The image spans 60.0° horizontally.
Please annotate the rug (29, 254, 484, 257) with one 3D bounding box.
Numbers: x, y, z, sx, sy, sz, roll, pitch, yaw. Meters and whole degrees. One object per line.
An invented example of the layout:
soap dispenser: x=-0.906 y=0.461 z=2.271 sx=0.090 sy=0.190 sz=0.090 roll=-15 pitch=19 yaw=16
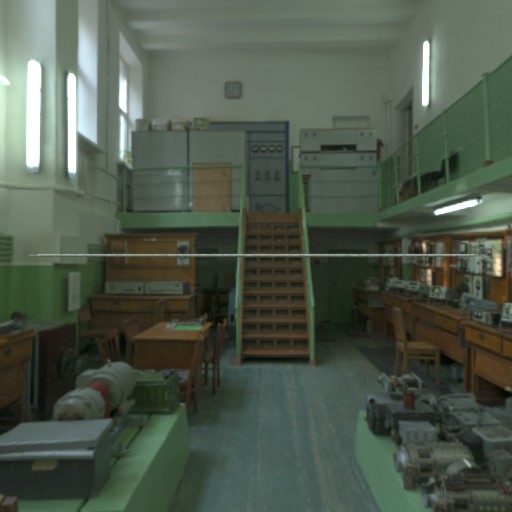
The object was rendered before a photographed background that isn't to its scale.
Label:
rug: x=0.000 y=0.000 z=2.926 sx=2.233 sy=0.011 sz=1.514 roll=0 pitch=0 yaw=0
